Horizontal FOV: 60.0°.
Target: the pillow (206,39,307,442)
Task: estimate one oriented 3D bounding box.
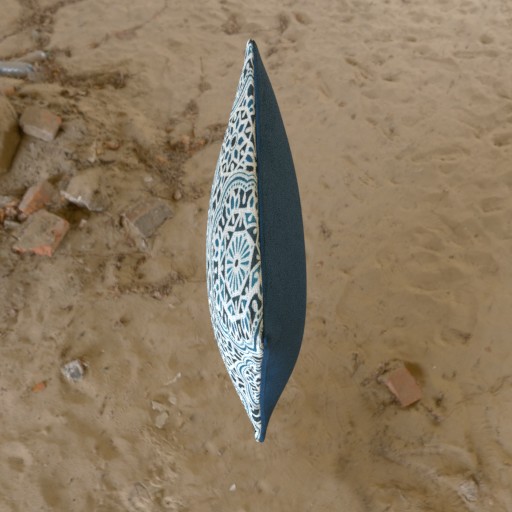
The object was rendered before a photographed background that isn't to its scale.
[{"bbox_3d":[0.000,0.000,0.648,0.145,0.420,0.440,-1,57,-1],"label":"pillow"}]
